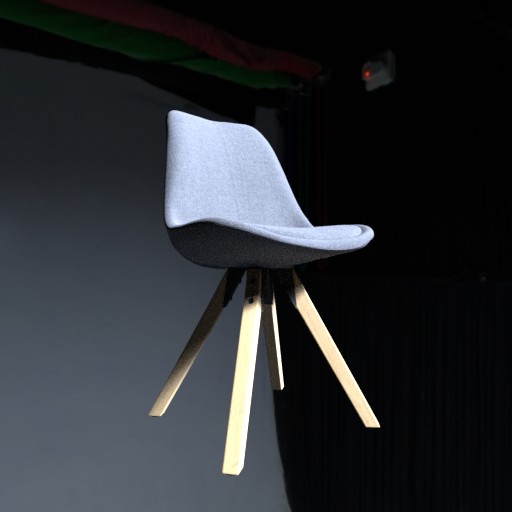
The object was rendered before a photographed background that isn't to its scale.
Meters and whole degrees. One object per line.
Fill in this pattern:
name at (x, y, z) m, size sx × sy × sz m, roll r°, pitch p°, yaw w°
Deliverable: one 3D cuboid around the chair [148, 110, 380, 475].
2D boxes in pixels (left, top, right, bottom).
chair at (0.000, 0.000, 1.166) m, size 0.485 × 0.850 × 0.550 m, roll 0°, pitch 0°, yaw -35°
